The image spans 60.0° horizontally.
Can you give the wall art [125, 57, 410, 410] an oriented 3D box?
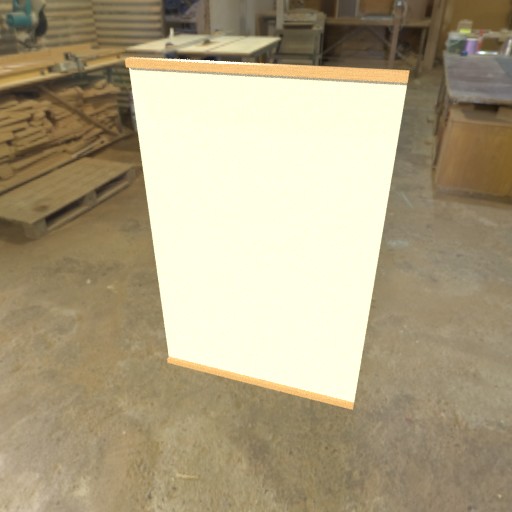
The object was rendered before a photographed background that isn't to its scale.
[{"bbox_3d":[0.000,0.000,1.883,0.991,1.510,0.040,10,32,16],"label":"wall art"}]
